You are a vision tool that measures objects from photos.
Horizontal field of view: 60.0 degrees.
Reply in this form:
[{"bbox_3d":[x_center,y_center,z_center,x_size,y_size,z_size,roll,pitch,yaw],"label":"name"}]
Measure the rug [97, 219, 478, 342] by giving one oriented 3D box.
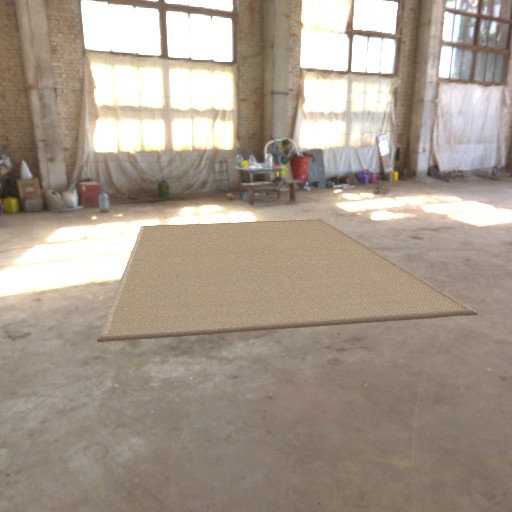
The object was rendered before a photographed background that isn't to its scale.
[{"bbox_3d":[0.000,0.000,2.701,1.525,0.020,2.081,-3,16,-9],"label":"rug"}]
